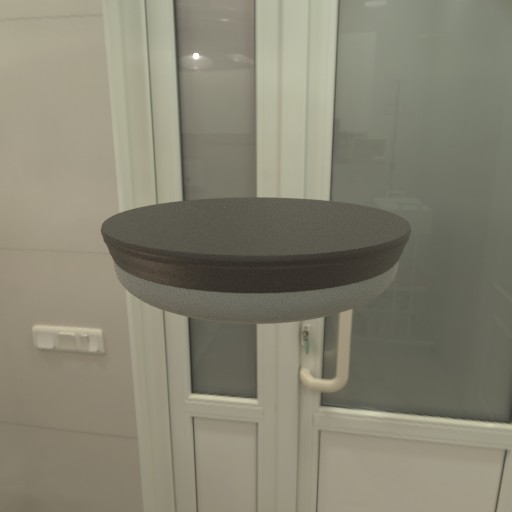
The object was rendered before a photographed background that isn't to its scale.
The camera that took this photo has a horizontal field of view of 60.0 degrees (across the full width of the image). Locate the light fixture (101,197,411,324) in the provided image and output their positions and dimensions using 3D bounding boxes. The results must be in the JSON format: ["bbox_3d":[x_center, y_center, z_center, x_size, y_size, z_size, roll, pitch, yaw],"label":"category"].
[{"bbox_3d":[0.000,0.000,0.566,0.368,0.100,0.368,0,15,0],"label":"light fixture"}]
